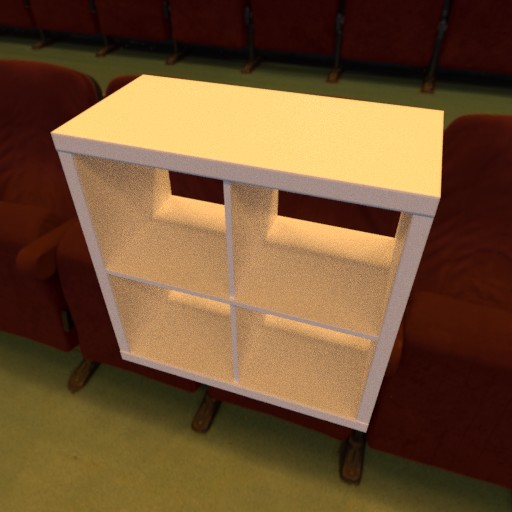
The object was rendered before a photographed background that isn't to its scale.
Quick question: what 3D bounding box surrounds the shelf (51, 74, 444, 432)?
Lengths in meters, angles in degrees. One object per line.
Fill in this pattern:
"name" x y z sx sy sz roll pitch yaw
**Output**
"shelf" 0.000 0.000 1.240 0.790 0.786 0.390 12 42 14
